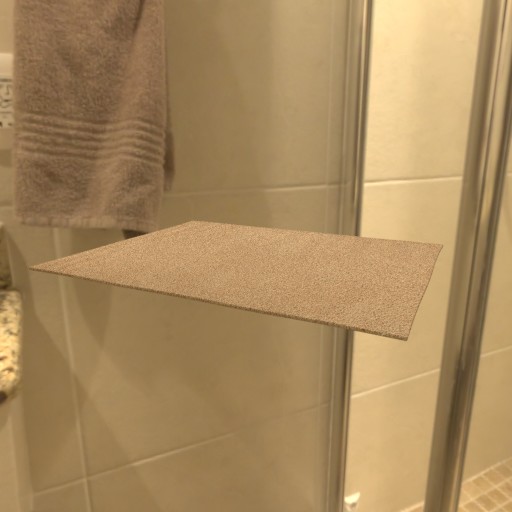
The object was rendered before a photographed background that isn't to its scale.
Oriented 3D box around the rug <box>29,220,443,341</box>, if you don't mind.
[{"bbox_3d":[0.000,0.000,4.051,3.000,0.026,2.400,7,16,26],"label":"rug"}]
